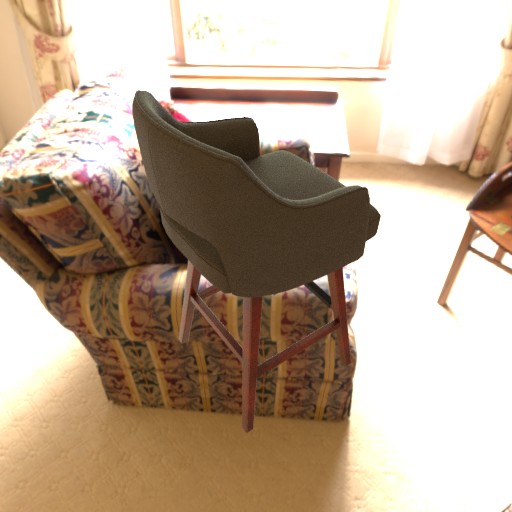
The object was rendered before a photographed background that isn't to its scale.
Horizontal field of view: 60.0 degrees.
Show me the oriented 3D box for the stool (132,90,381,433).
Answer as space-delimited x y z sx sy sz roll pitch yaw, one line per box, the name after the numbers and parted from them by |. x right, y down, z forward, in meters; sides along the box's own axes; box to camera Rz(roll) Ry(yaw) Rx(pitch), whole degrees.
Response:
0.000 0.000 1.363 0.558 1.012 0.548 -25 47 -26 | stool
